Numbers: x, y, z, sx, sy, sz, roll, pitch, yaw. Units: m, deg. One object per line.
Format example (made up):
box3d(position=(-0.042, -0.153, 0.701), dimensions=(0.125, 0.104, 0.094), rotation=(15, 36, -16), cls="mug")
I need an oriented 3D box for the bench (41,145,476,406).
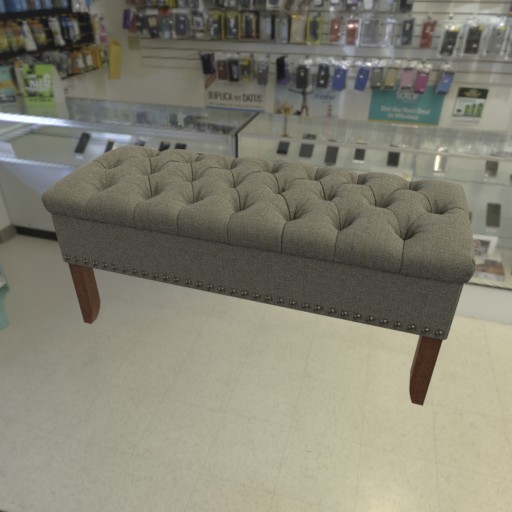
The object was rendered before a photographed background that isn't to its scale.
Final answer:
box3d(position=(0.000, 0.000, 1.279), dimensions=(1.052, 0.470, 0.417), rotation=(10, 34, 15), cls="bench")
